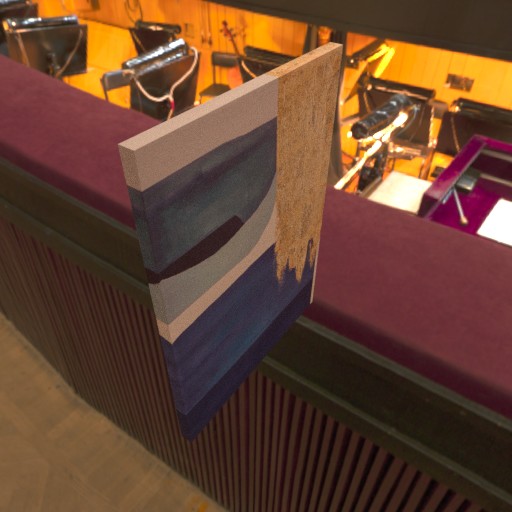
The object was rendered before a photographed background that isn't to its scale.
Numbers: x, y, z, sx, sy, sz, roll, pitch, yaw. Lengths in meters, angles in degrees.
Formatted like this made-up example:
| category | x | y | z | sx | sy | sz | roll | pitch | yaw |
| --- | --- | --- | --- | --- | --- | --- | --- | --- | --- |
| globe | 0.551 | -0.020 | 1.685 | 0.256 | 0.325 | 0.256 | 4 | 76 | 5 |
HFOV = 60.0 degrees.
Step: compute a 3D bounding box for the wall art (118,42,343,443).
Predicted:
| category | x | y | z | sx | sy | sz | roll | pitch | yaw |
| --- | --- | --- | --- | --- | --- | --- | --- | --- | --- |
| wall art | 0.000 | 0.000 | 0.796 | 0.026 | 0.613 | 0.458 | 25 | 47 | 26 |
